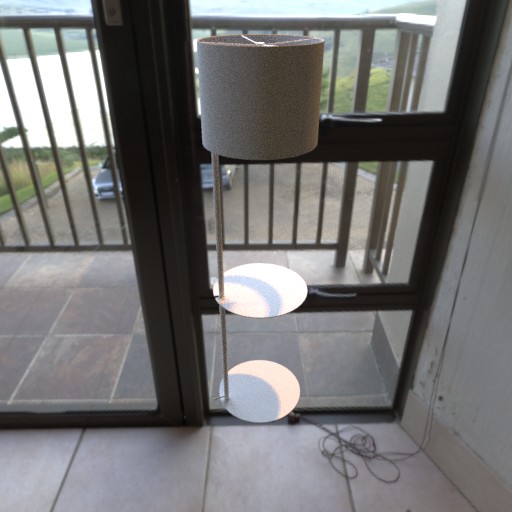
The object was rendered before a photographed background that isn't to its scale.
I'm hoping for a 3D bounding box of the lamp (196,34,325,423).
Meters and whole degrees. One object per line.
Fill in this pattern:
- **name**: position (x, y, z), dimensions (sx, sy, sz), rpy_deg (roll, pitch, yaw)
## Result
- **lamp**: position (0.000, 0.000, 1.664), dimensions (0.405, 1.465, 0.372), rpy_deg (-10, 32, -16)
